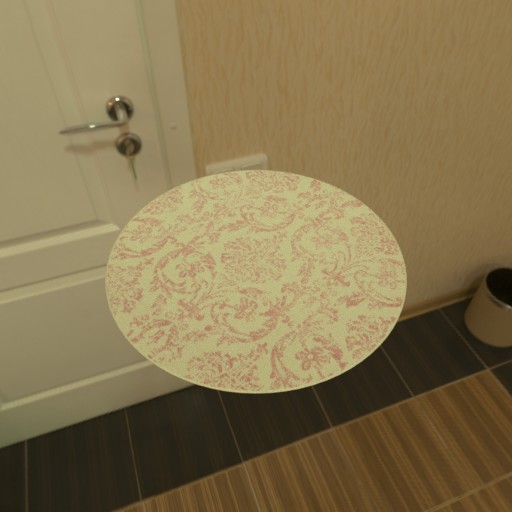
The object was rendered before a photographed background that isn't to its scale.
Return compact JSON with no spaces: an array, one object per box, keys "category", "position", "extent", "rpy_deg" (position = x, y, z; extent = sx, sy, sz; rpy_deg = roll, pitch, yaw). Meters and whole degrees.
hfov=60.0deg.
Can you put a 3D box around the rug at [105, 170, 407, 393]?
[{"category":"rug","position":[0.000,0.000,2.404],"extent":[1.593,0.012,1.593],"rpy_deg":[0,46,0]}]
